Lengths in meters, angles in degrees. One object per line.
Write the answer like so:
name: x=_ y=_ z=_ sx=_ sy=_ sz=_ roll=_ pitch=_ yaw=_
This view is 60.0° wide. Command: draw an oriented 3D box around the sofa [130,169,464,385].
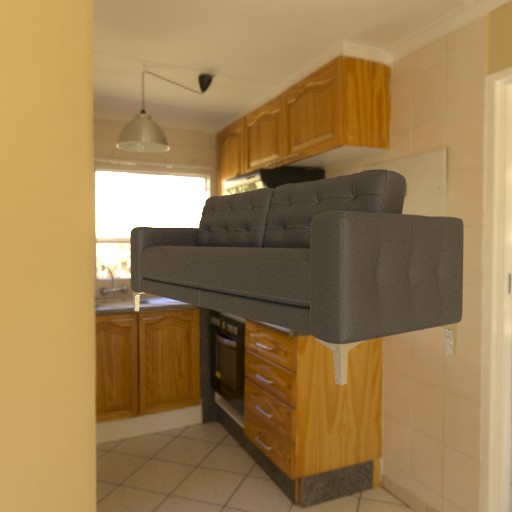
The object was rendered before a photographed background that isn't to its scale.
sofa: x=0.000 y=0.000 z=2.754 sx=0.833 sy=0.893 sz=2.275 roll=-1 pitch=2 yaw=-35
